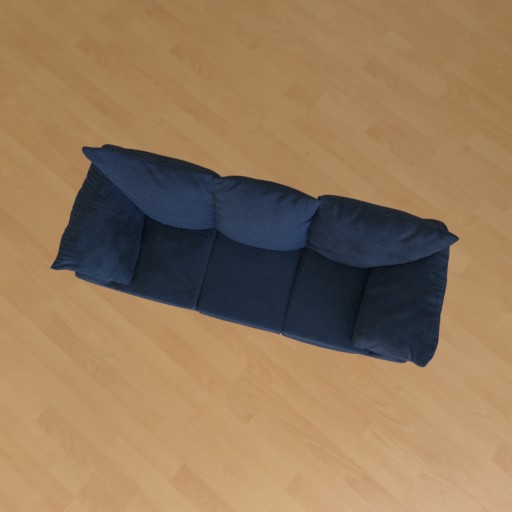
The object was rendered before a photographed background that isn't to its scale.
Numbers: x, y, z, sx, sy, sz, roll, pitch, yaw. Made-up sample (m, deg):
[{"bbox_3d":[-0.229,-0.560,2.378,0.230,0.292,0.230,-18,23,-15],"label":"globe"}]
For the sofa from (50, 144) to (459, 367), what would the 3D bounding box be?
[{"bbox_3d":[0.000,0.000,2.909,2.390,1.091,0.907,14,77,3],"label":"sofa"}]
